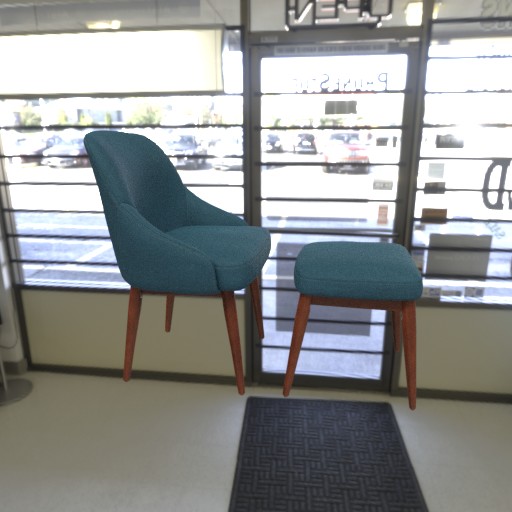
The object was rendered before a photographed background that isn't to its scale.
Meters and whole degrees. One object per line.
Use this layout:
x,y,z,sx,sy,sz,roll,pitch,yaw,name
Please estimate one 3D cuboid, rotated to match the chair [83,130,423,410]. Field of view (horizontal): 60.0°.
0.000,0.000,1.589,1.114,0.866,0.584,3,16,10,chair
